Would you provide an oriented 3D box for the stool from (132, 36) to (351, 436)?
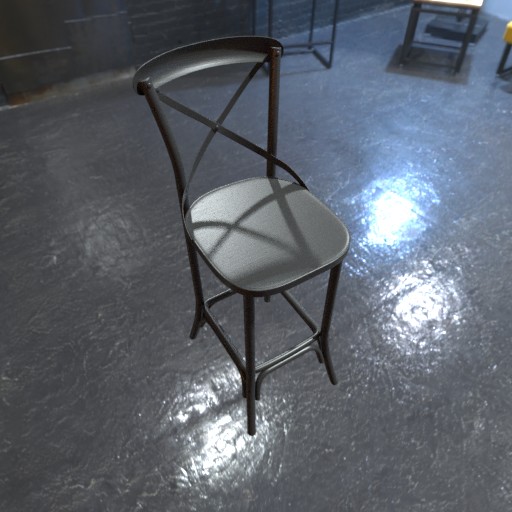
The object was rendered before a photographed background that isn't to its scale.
[{"bbox_3d":[0.000,0.000,1.452,0.457,1.168,0.584,-24,50,-22],"label":"stool"}]
